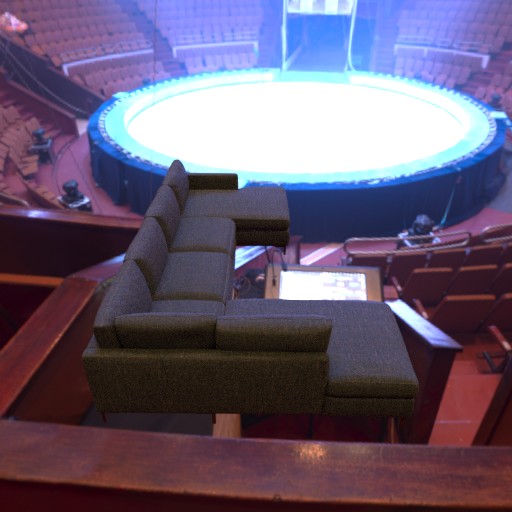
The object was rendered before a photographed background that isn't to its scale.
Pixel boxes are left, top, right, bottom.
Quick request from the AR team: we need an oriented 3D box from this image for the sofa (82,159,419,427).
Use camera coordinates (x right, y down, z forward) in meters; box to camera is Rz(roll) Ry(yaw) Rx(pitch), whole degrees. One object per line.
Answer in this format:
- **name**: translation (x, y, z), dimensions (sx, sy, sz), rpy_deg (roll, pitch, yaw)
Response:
- **sofa**: translation (0.000, 0.000, 3.611), dimensions (1.879, 0.753, 2.737), rpy_deg (0, 32, 1)
